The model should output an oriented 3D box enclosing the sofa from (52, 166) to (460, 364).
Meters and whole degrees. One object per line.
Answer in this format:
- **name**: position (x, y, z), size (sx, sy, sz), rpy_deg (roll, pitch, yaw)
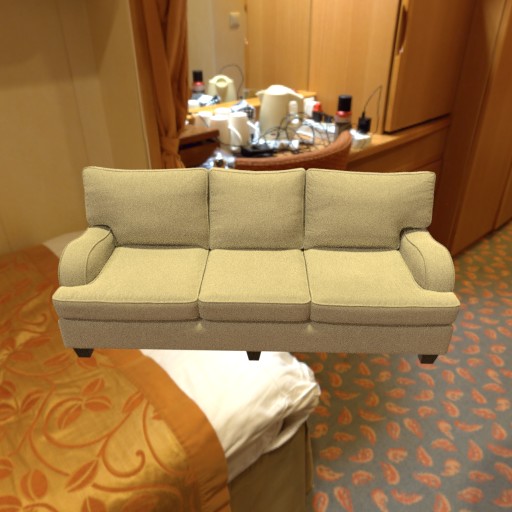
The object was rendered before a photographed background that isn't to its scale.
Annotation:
- **sofa**: position (0.000, 0.000, 2.874), size (2.323, 0.991, 1.016), rpy_deg (1, 30, 1)
